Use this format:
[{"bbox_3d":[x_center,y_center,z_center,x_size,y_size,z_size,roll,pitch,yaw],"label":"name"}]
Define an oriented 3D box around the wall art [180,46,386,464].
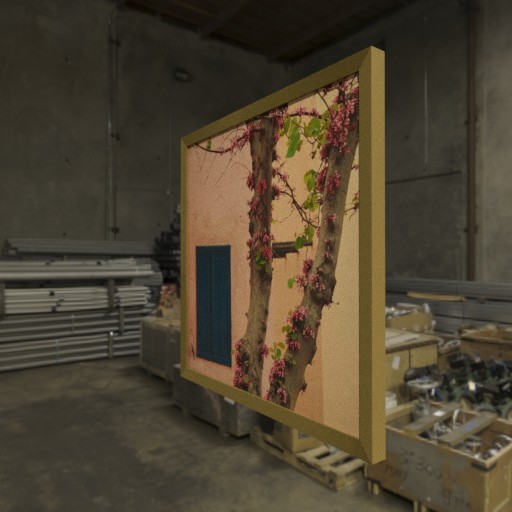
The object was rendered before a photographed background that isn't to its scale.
[{"bbox_3d":[0.000,0.000,1.124,0.038,0.762,0.762,0,-1,-36],"label":"wall art"}]
